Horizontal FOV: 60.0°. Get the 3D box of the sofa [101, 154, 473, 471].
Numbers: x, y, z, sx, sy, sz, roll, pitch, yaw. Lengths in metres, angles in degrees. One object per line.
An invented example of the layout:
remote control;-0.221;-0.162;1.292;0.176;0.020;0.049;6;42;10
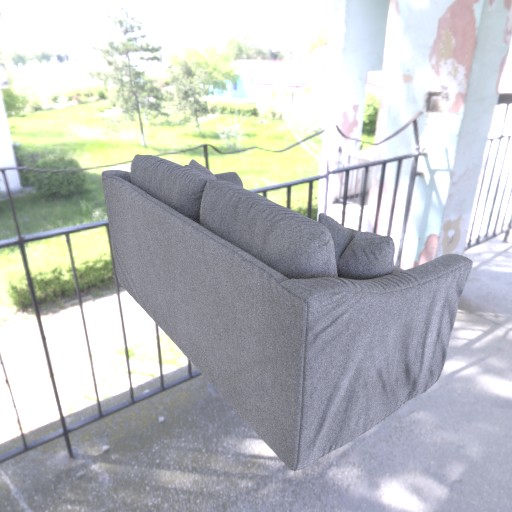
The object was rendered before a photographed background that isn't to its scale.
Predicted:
sofa;0.000;0.000;2.567;1.072;1.018;2.010;-17;30;-32
